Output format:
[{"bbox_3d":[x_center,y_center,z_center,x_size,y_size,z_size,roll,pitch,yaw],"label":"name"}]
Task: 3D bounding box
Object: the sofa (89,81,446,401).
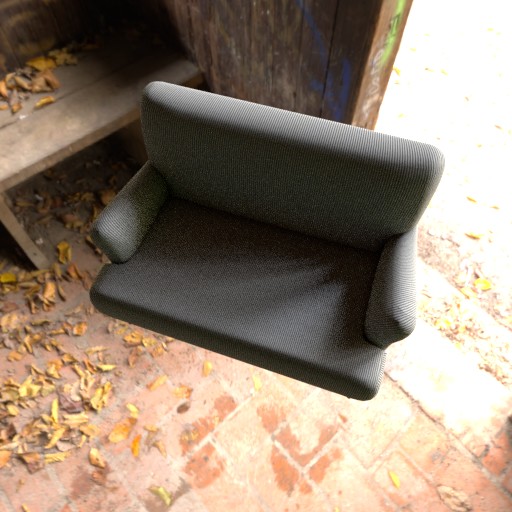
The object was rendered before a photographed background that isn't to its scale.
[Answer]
[{"bbox_3d":[0.000,0.000,1.833,1.297,0.889,0.779,16,60,10],"label":"sofa"}]
